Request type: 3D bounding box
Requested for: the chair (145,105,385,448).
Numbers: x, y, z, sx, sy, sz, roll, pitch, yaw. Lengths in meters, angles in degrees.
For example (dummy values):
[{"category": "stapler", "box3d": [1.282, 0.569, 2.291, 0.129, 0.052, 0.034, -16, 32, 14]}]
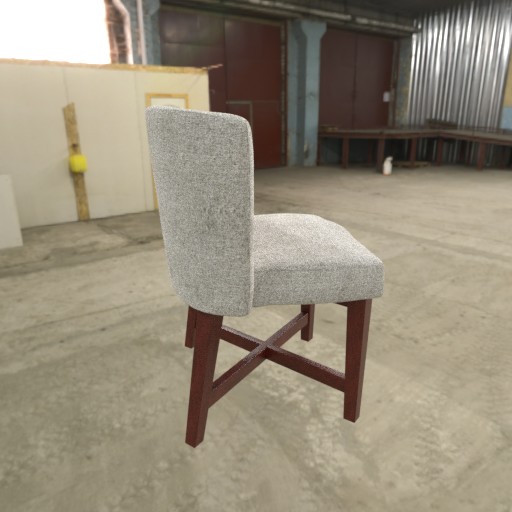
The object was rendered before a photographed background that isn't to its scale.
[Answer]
[{"category": "chair", "box3d": [0.000, 0.000, 1.294, 0.575, 0.827, 0.728, -3, 17, -9]}]
